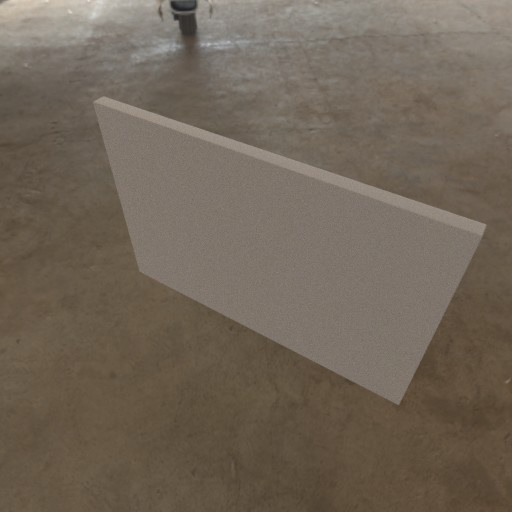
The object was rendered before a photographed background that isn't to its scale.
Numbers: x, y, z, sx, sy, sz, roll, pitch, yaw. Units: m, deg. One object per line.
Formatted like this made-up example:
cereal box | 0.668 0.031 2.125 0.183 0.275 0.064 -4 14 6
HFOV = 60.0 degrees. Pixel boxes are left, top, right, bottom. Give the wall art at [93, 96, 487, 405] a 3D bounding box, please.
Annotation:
wall art | 0.000 0.000 1.119 0.898 0.601 0.038 24 50 22
